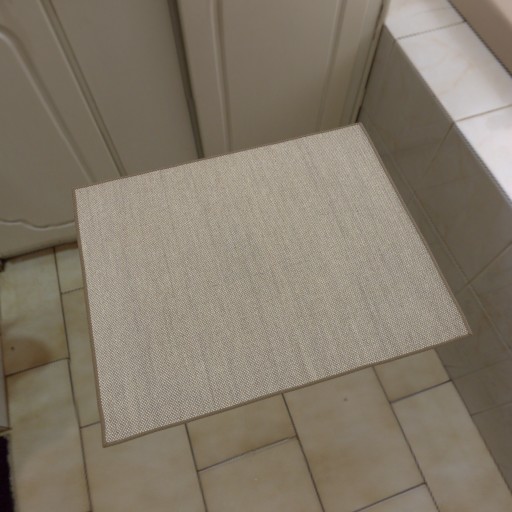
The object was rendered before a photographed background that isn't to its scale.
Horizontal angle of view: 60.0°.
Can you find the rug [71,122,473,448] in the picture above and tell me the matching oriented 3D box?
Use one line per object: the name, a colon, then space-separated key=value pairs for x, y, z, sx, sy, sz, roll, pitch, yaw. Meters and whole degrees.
rug: x=0.000 y=0.000 z=3.955 sx=3.041 sy=0.020 sz=2.413 roll=-15 pitch=64 yaw=-7
